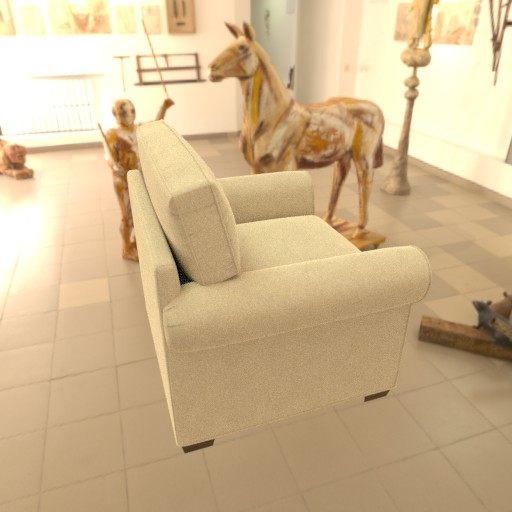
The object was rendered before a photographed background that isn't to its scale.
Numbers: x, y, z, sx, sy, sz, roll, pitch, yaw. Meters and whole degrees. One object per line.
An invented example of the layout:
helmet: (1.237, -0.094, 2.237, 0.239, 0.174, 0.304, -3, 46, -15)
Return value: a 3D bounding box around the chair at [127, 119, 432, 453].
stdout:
chair: (0.000, 0.000, 1.755, 0.863, 0.955, 1.040, -9, 30, -17)
